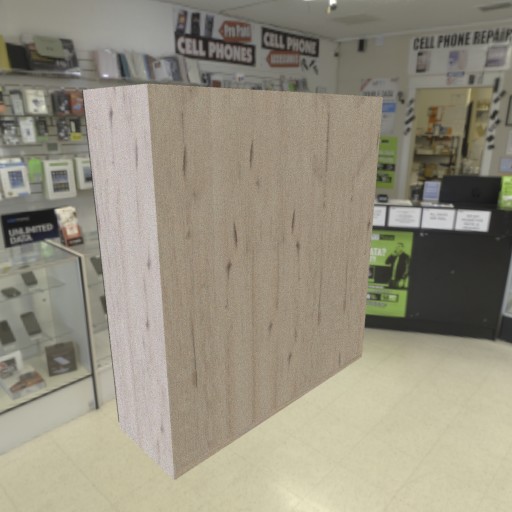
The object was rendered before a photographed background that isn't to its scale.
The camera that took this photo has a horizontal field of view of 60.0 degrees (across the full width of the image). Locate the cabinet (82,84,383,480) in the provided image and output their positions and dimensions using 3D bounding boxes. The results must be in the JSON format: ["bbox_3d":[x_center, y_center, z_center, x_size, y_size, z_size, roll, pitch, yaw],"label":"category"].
[{"bbox_3d":[0.000,0.000,3.175,2.000,2.180,0.660,-16,24,-42],"label":"cabinet"}]
